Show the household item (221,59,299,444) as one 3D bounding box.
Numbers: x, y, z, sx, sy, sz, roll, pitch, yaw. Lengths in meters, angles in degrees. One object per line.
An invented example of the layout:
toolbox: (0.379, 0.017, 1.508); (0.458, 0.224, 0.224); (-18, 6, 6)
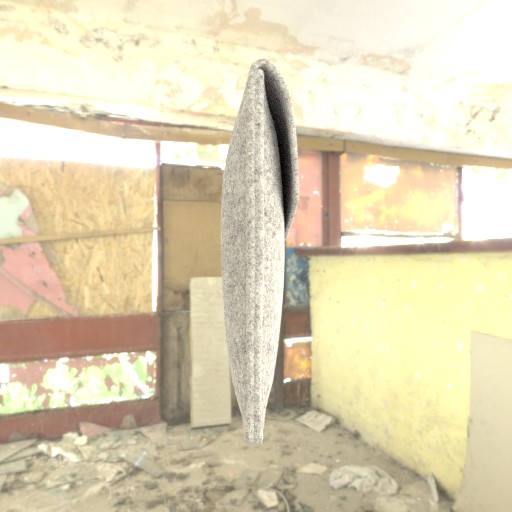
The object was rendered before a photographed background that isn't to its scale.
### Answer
household item: (0.000, 0.000, 0.416); (0.057, 0.221, 0.335); (0, 0, -1)
